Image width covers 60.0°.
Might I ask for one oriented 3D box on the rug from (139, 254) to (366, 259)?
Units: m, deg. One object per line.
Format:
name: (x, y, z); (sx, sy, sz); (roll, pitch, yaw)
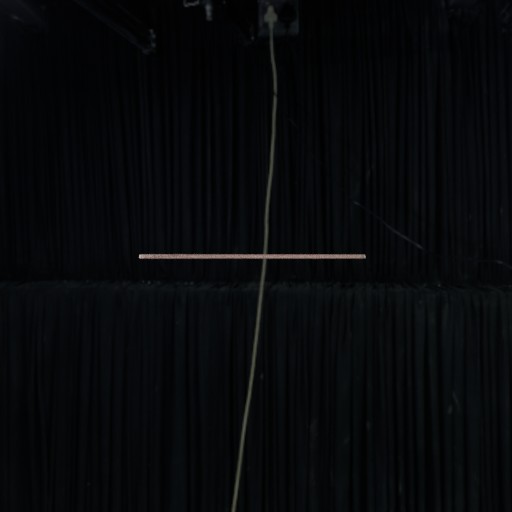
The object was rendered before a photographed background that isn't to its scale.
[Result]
rug: (0.000, 0.000, 2.667); (0.760, 0.015, 2.435); (0, 0, 1)
